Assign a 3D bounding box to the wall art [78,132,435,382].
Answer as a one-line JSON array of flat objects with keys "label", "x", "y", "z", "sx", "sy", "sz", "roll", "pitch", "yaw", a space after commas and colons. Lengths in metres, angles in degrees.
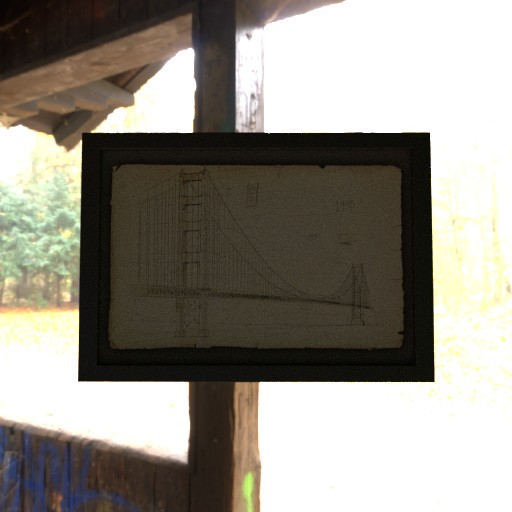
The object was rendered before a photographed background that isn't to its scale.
[{"label": "wall art", "x": 0.000, "y": 0.000, "z": 0.549, "sx": 0.432, "sy": 0.306, "sz": 0.016, "roll": 0, "pitch": -2, "yaw": 0}]
